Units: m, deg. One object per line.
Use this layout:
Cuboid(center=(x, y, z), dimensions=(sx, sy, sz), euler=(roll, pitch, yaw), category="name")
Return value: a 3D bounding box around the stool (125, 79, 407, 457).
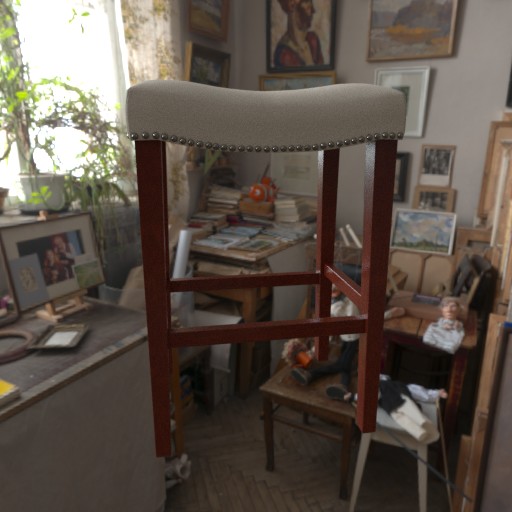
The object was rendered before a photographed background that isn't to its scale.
Cuboid(center=(0.000, 0.000, 1.022), dimensions=(0.504, 0.742, 0.372), euler=(-3, 16, -9), category="stool")
